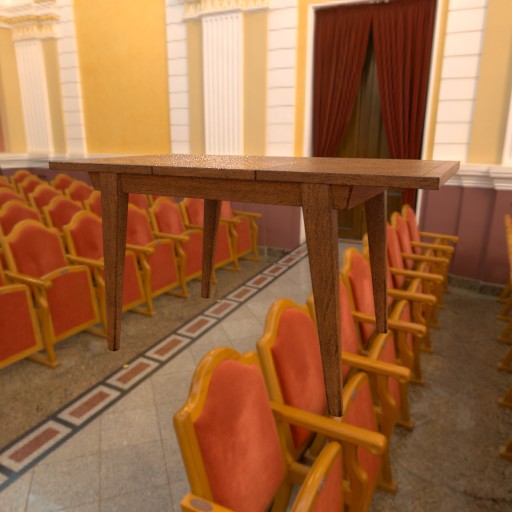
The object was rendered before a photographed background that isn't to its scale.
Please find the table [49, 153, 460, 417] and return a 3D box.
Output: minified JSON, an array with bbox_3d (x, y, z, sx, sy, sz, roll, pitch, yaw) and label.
[{"bbox_3d":[0.000,0.000,1.813,1.400,0.760,0.757,8,17,26],"label":"table"}]
